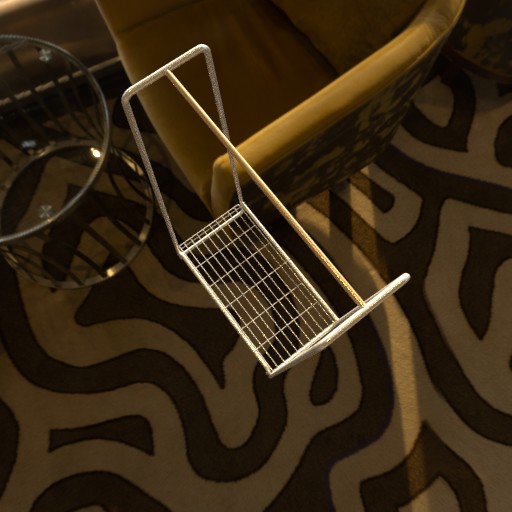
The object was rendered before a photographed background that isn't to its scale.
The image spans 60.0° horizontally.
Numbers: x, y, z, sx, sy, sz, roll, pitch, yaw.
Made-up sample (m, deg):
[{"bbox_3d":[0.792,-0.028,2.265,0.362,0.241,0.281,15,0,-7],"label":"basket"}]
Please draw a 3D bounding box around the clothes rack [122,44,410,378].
[{"bbox_3d":[0.000,0.000,1.903,0.495,1.500,0.900,-36,77,-9],"label":"clothes rack"}]
